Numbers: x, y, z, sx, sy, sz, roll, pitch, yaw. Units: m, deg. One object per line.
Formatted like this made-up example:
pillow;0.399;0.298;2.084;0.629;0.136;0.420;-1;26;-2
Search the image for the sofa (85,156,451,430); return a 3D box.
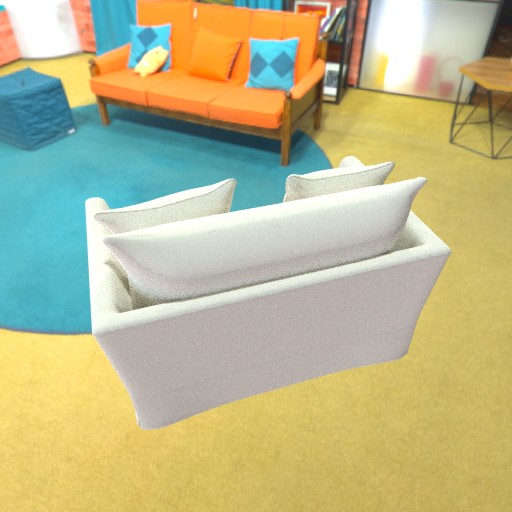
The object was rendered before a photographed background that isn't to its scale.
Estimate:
sofa;0.000;0.000;2.338;1.608;1.039;1.026;-12;42;-14
